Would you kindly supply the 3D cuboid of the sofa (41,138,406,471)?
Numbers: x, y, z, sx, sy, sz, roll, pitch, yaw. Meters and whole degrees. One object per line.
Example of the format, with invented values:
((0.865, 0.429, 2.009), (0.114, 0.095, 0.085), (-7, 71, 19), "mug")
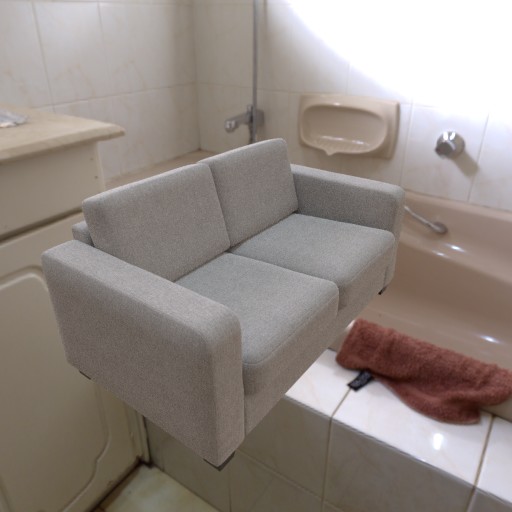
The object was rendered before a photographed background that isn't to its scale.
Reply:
((0.000, 0.000, 2.029), (0.900, 0.800, 1.540), (19, 33, 32), "sofa")
